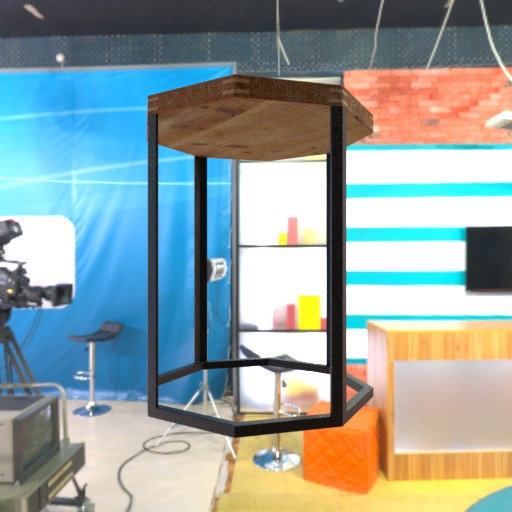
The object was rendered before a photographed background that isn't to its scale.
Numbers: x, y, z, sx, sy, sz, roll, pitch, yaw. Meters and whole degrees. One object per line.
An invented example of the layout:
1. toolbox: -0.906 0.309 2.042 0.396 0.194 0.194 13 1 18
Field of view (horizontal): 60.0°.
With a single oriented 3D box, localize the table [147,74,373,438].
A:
1. table: 0.000 0.000 0.888 0.458 0.543 0.458 0 0 -37
